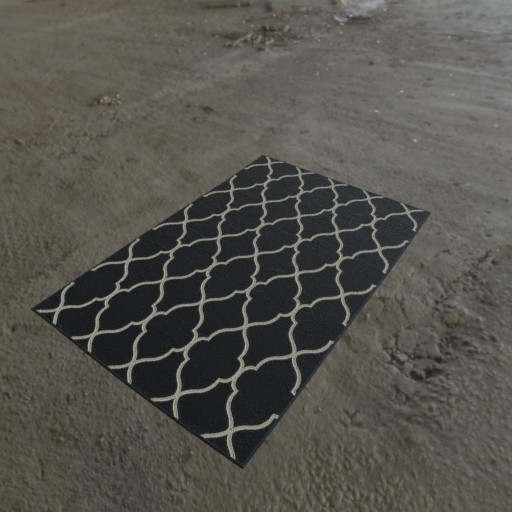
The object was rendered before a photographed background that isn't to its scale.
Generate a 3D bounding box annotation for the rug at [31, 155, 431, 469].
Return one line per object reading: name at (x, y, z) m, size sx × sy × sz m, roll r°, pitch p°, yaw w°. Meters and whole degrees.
rug at (0.000, 0.000, 2.873) m, size 1.526 × 0.014 × 2.290 m, roll 25°, pitch 47°, yaw 26°
